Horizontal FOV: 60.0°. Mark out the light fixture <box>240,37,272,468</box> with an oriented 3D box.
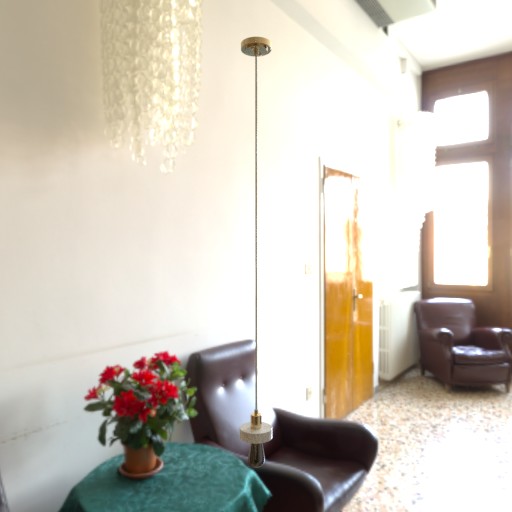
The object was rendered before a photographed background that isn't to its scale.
[{"bbox_3d":[0.000,0.000,1.746,0.129,1.669,0.129,0,0,0],"label":"light fixture"}]
